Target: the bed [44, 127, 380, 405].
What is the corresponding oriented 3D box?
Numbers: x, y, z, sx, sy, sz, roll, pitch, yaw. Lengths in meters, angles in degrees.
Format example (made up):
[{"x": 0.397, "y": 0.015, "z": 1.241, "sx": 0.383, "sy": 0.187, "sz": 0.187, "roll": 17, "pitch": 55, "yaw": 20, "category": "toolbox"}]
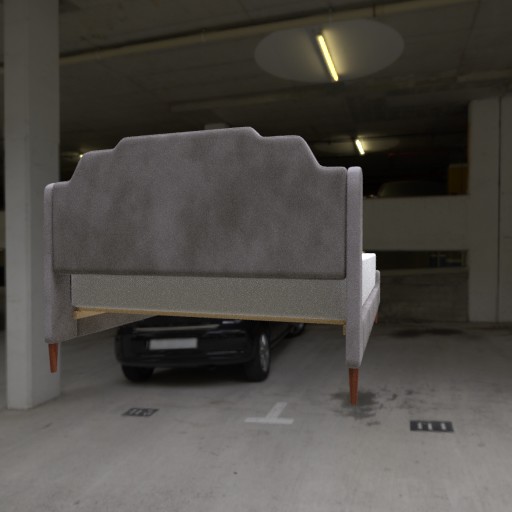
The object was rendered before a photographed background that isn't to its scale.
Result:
[{"x": 0.000, "y": 0.000, "z": 3.255, "sx": 1.676, "sy": 1.245, "sz": 2.340, "roll": 0, "pitch": 1, "yaw": 18, "category": "bed"}]
